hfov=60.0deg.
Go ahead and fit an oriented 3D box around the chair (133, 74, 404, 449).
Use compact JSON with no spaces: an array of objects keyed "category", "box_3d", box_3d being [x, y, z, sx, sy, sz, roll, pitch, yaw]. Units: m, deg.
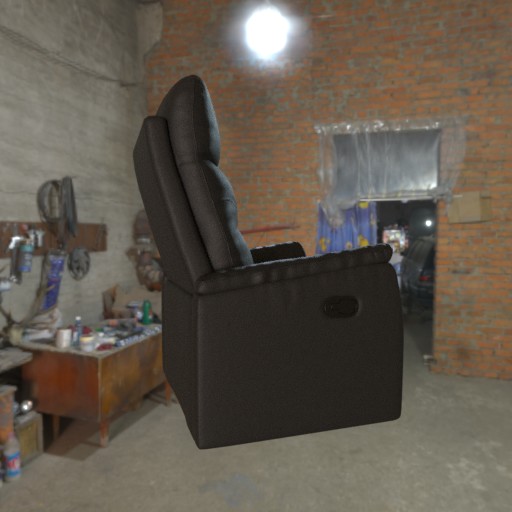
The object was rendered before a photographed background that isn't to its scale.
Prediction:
[{"category":"chair","box_3d":[0.000,0.000,1.621,0.831,1.082,0.775,-1,3,-19]}]
